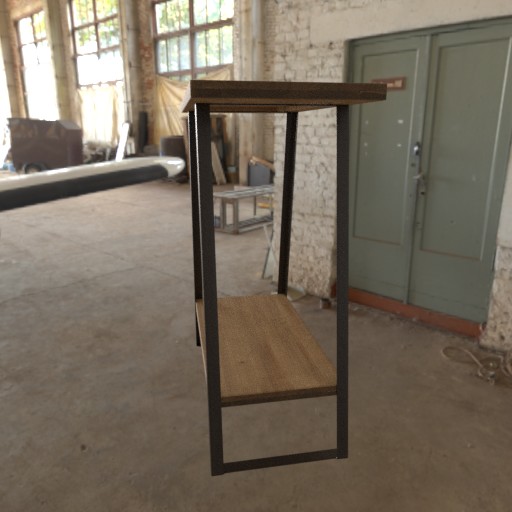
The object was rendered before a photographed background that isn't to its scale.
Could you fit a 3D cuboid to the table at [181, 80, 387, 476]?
[{"bbox_3d":[0.000,0.000,1.030,0.300,0.701,0.599,-3,16,-10],"label":"table"}]
